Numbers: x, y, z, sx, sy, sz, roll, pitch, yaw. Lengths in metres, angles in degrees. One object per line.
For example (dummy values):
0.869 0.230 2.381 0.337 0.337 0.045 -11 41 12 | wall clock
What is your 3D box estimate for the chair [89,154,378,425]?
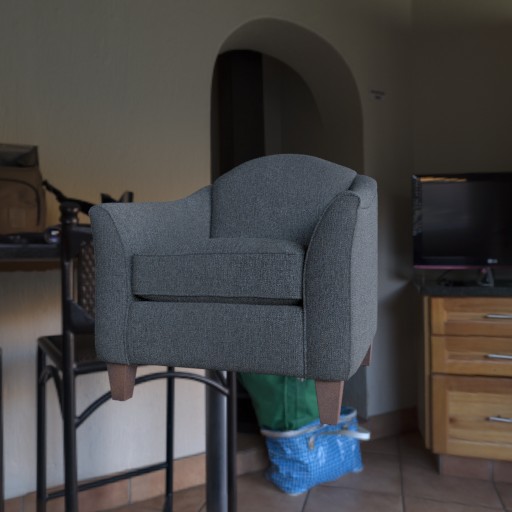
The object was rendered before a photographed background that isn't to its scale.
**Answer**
0.000 0.000 1.495 0.763 0.839 0.787 0 -1 18 | chair
